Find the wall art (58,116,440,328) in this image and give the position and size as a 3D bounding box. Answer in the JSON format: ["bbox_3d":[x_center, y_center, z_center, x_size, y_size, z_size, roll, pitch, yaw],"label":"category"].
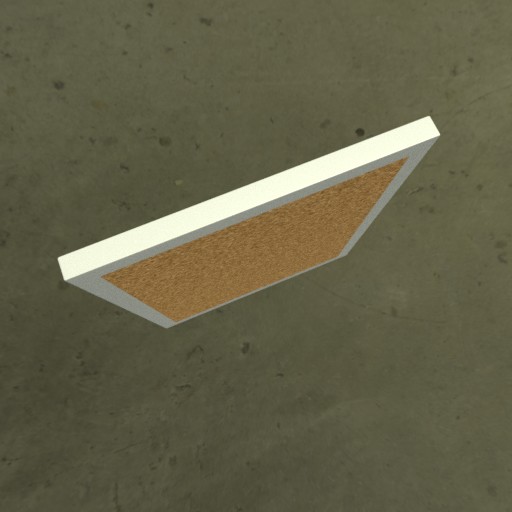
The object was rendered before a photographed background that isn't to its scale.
[{"bbox_3d":[0.000,0.000,0.765,0.454,0.556,0.028,-22,77,-5],"label":"wall art"}]
